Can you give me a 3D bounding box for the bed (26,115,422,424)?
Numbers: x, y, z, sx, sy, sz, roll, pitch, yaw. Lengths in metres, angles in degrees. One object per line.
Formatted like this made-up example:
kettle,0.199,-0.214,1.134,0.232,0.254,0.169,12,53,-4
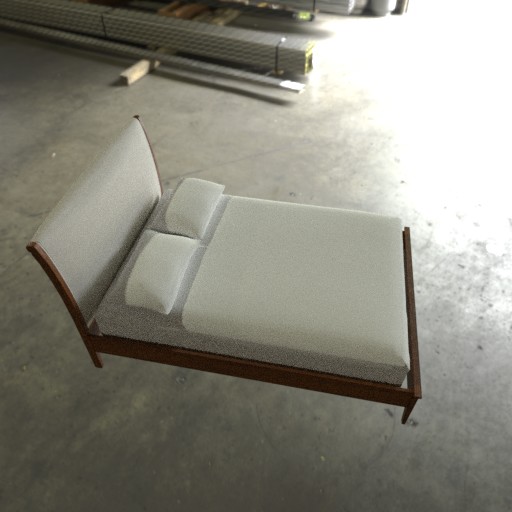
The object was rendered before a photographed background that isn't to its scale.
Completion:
bed,0.000,0.000,3.282,2.380,1.250,1.612,8,45,8
